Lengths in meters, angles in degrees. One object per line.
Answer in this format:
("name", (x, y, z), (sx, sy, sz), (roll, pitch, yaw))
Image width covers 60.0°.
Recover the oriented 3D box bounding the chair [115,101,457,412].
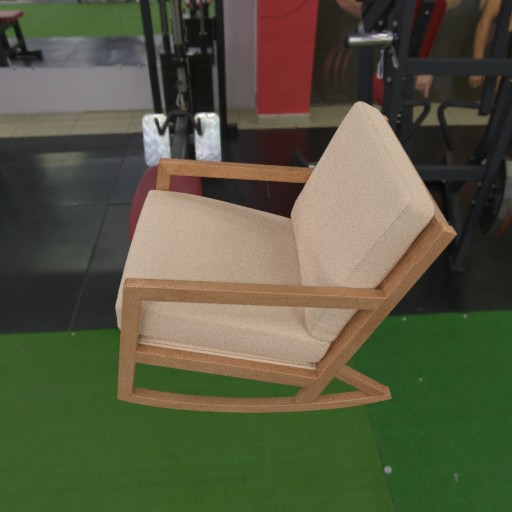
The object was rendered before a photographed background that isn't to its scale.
("chair", (0.000, 0.000, 1.396), (0.857, 0.790, 0.622), (-1, 41, -1))
